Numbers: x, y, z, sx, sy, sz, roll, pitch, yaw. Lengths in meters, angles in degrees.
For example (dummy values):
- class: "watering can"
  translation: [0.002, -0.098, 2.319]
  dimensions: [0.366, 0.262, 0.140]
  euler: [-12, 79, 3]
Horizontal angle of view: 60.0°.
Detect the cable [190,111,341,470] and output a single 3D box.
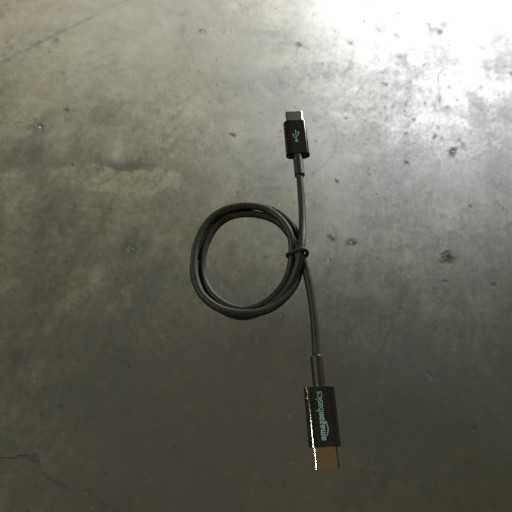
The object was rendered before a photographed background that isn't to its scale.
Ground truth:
- class: "cable"
  translation: [0.000, 0.000, 0.231]
  dimensions: [0.070, 0.014, 0.203]
  euler: [-2, 64, -1]
